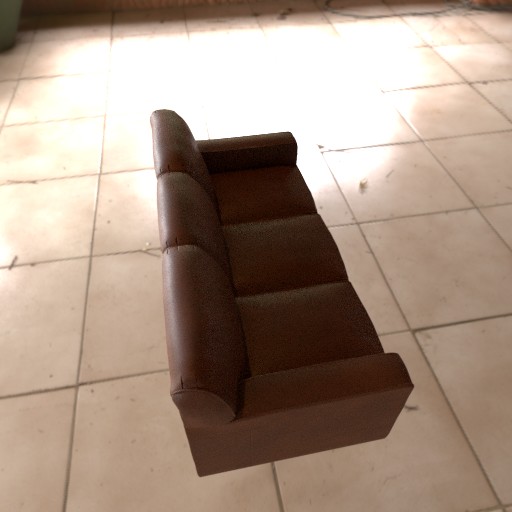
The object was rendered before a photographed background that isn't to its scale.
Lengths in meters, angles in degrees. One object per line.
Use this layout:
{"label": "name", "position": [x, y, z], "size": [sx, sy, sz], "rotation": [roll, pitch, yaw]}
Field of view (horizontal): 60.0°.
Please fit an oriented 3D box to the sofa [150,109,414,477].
{"label": "sofa", "position": [0.000, 0.000, 2.541], "size": [1.008, 0.953, 2.039], "rotation": [-8, 47, -8]}
